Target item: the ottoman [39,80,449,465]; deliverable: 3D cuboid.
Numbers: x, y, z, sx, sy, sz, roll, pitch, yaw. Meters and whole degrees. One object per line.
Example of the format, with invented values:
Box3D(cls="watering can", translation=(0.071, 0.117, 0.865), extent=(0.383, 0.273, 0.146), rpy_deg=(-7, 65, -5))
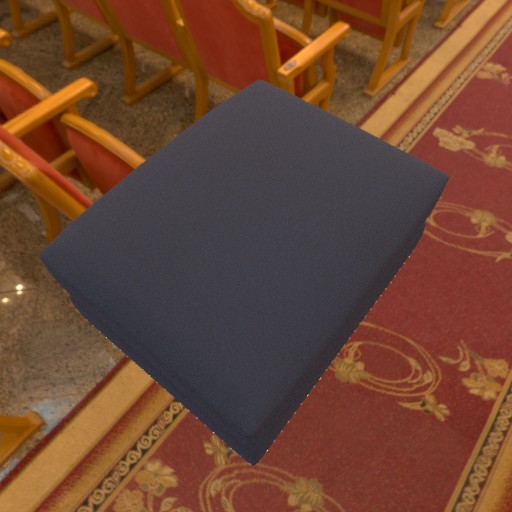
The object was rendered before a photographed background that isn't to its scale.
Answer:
Box3D(cls="ottoman", translation=(0.000, 0.000, 1.107), extent=(0.584, 0.513, 0.741), rpy_deg=(34, 64, 19))
